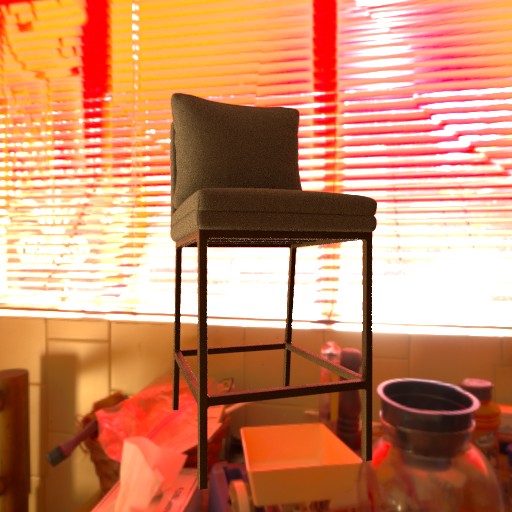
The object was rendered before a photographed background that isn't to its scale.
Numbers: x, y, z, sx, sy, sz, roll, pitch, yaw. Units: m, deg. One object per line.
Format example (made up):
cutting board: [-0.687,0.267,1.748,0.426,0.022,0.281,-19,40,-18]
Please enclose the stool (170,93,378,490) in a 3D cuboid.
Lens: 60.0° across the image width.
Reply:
stool: [0.000,0.000,1.303,0.463,1.031,0.569,0,1,-18]
